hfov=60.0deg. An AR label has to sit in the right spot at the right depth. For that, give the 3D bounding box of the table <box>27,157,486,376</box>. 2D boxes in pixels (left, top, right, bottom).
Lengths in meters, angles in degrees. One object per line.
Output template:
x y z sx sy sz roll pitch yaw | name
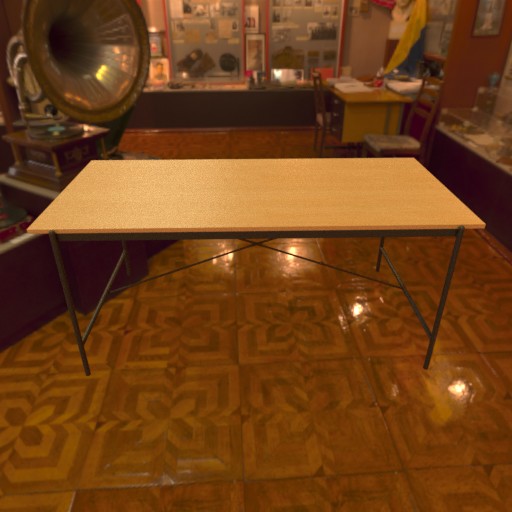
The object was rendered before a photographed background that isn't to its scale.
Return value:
0.000 0.000 2.295 1.800 0.758 0.900 -1 30 -1 | table
